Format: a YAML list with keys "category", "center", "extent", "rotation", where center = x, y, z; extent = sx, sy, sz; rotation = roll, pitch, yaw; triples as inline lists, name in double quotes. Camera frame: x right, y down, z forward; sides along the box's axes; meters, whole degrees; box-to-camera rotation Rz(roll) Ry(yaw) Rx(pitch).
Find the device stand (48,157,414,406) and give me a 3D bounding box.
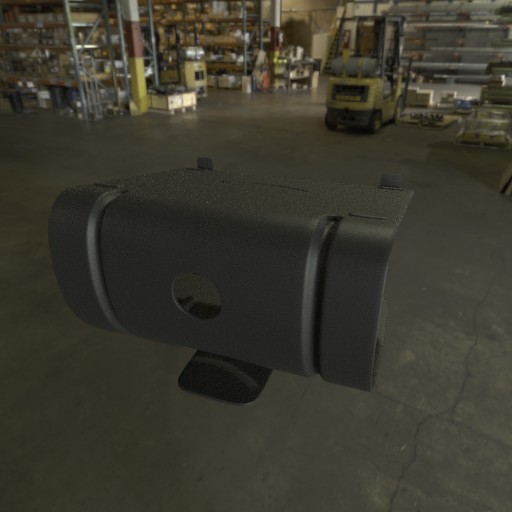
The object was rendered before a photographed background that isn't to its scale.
- category: "device stand"
  center: [0.000, 0.000, 0.404]
  extent: [0.256, 0.155, 0.236]
  rotation: [9, 28, 18]
